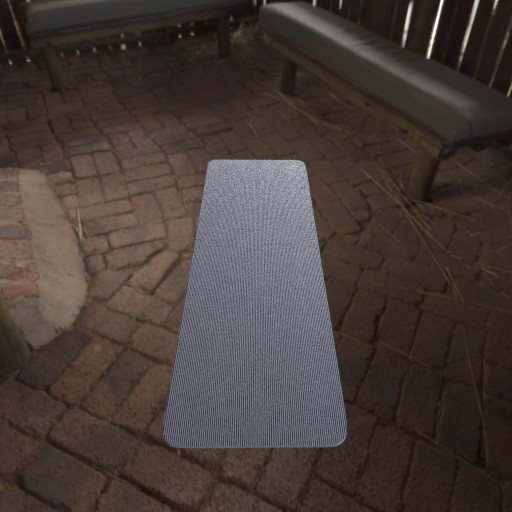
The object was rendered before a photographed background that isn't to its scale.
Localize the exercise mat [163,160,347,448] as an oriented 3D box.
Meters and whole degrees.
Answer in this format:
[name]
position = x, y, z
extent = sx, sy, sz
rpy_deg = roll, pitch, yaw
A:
[exercise mat]
position = 0.000, 0.000, 2.145
extent = 0.616, 0.021, 1.884
rpy_deg = 0, 41, 0
